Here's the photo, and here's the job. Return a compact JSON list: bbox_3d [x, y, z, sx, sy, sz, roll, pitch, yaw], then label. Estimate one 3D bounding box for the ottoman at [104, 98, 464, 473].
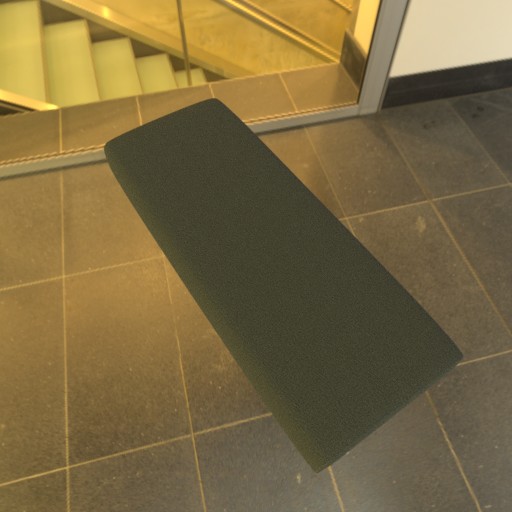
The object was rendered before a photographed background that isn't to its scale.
[{"bbox_3d":[0.000,0.000,1.867,0.646,0.393,1.609,-29,62,-18],"label":"ottoman"}]
